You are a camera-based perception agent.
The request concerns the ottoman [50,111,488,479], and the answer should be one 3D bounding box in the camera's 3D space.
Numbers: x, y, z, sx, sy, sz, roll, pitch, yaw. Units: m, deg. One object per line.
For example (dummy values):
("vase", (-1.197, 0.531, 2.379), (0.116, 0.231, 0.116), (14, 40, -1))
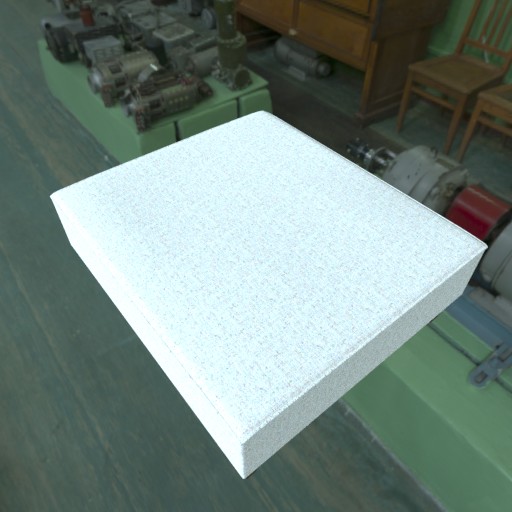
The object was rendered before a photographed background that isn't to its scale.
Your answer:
("ottoman", (0.000, 0.000, 1.201), (0.736, 0.303, 0.835), (-30, 53, -26))
